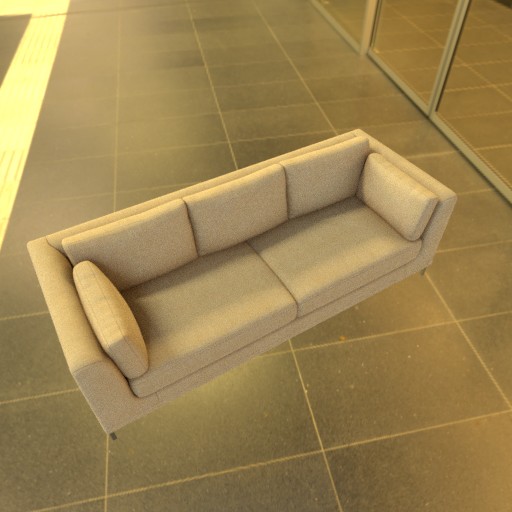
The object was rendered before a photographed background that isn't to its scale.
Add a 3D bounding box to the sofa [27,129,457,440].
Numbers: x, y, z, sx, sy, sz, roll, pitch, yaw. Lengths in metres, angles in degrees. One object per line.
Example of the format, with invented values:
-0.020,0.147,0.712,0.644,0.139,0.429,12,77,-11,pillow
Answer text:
0.000,0.000,2.838,2.415,0.867,0.969,-23,50,-21,sofa
